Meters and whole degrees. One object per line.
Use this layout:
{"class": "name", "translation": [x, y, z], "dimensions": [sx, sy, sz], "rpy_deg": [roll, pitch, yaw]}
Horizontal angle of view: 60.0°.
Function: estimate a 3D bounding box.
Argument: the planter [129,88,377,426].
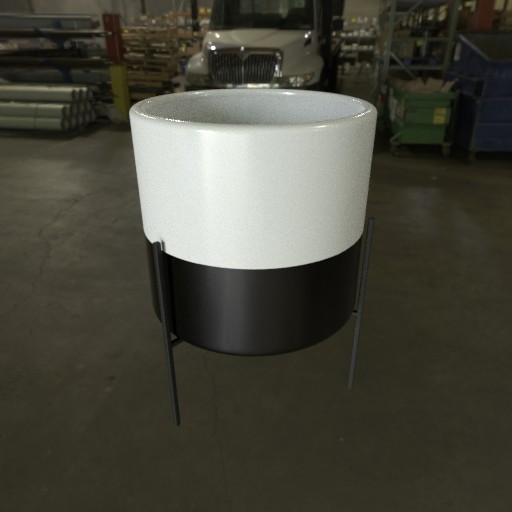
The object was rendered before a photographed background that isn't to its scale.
{"class": "planter", "translation": [0.000, 0.000, 0.652], "dimensions": [0.310, 0.432, 0.310], "rpy_deg": [0, 27, 0]}
